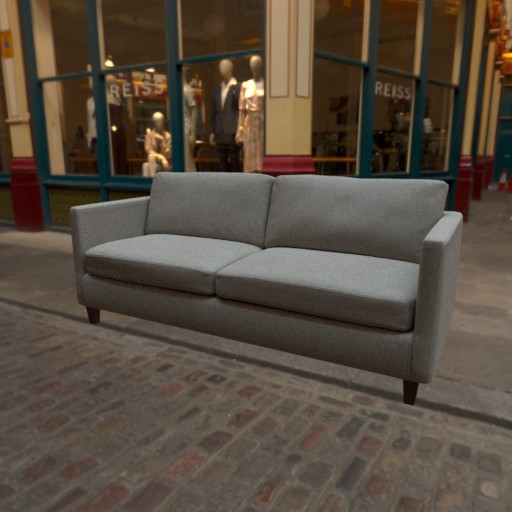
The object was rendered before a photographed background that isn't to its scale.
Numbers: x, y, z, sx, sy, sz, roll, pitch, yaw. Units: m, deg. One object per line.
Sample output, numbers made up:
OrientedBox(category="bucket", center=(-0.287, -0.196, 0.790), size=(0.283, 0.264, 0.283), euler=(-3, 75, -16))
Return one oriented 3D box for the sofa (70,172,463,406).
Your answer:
OrientedBox(category="sofa", center=(0.000, 0.000, 2.698), size=(2.208, 0.963, 0.956), euler=(7, 15, 27))
